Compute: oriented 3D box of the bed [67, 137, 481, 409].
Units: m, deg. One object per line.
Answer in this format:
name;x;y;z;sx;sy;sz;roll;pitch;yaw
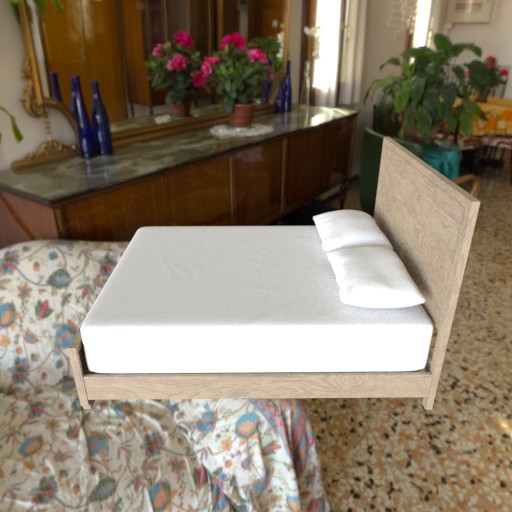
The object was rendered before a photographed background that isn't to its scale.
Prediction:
bed;0.000;0.000;3.188;2.189;1.369;1.606;0;26;-1
